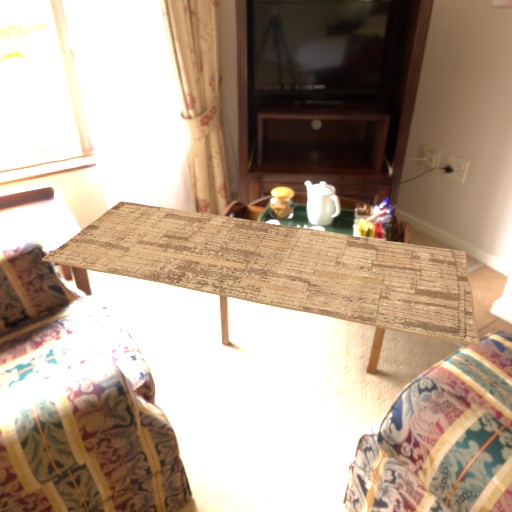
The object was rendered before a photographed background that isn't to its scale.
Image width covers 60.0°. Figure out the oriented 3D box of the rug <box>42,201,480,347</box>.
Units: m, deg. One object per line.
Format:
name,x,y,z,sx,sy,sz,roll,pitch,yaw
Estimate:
rug,0.000,0.000,2.635,2.383,0.018,0.857,10,33,15
